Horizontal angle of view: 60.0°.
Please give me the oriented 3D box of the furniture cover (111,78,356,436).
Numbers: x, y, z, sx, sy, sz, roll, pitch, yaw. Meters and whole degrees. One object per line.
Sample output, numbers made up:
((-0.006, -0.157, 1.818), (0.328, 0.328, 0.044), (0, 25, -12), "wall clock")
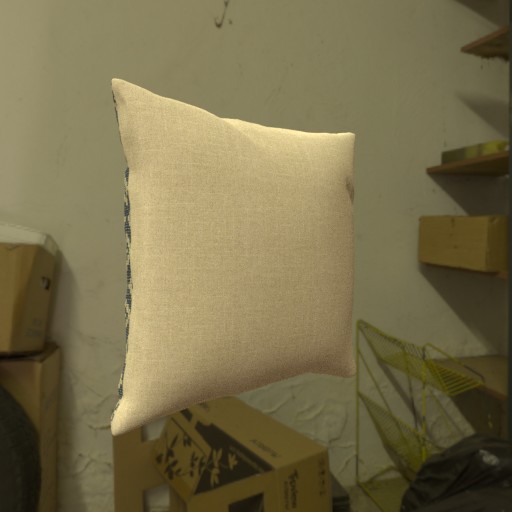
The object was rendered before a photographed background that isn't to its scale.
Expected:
((0.000, 0.000, 0.659), (0.431, 0.431, 0.139), (0, 0, -37), "furniture cover")
